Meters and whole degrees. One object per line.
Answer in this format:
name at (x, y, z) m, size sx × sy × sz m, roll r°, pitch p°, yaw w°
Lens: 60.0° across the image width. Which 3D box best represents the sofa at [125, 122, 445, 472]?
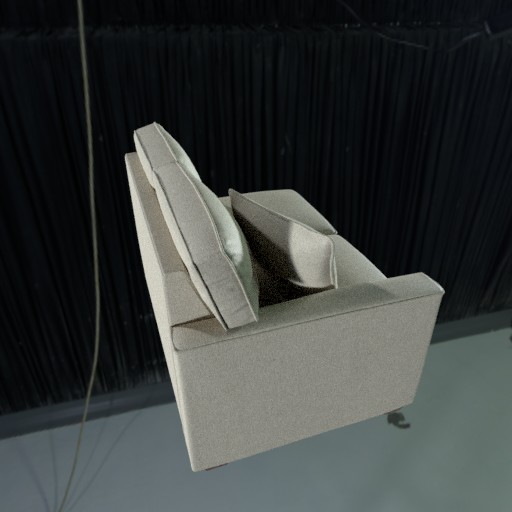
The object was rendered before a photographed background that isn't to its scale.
sofa at (0.000, 0.000, 2.072) m, size 0.991 × 0.989 × 1.388 m, roll -10°, pitch 32°, yaw -17°
